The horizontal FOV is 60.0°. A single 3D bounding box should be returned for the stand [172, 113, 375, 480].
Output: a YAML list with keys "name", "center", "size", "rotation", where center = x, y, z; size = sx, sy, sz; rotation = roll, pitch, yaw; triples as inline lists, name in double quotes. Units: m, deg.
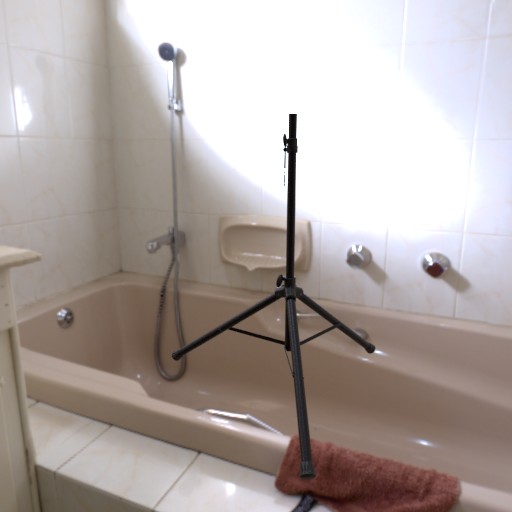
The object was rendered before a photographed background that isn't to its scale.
- name: "stand"
  center: [0.000, 0.000, 1.868]
  size: [0.907, 1.136, 1.045]
  rotation: [6, 15, 26]
